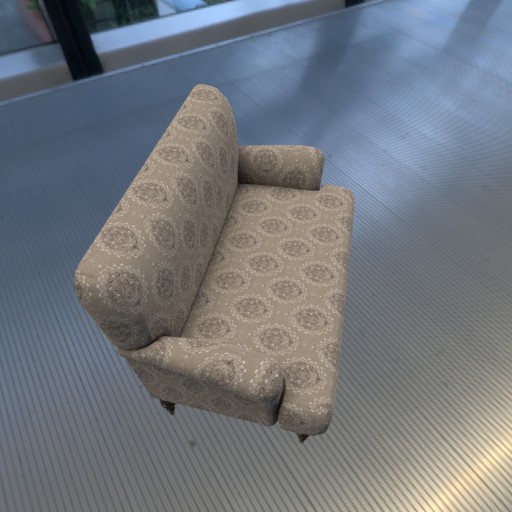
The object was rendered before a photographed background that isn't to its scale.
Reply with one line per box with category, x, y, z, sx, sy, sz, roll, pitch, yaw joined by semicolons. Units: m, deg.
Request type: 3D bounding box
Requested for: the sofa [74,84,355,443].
sofa;0.000;0.000;1.835;0.779;0.889;1.297;9;48;8
